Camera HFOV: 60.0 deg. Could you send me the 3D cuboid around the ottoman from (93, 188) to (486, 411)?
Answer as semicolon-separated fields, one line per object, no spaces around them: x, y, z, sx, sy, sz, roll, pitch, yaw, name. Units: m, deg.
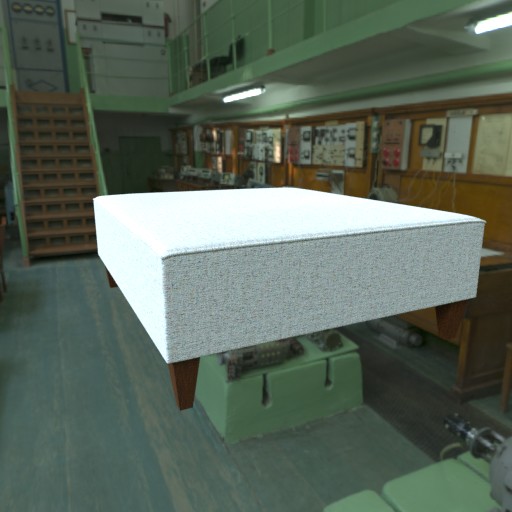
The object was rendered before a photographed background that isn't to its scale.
0.000;0.000;1.220;0.736;0.303;0.835;-7;16;-25;ottoman
